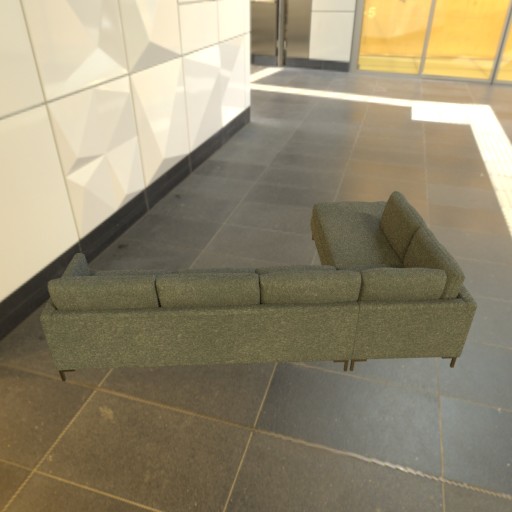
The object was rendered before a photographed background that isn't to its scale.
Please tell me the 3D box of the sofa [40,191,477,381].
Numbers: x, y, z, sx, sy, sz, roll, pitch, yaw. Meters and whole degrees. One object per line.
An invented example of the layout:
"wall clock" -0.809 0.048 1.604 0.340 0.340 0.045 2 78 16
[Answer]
"sofa" 0.000 0.000 3.852 2.949 0.815 2.007 -1 32 -2
